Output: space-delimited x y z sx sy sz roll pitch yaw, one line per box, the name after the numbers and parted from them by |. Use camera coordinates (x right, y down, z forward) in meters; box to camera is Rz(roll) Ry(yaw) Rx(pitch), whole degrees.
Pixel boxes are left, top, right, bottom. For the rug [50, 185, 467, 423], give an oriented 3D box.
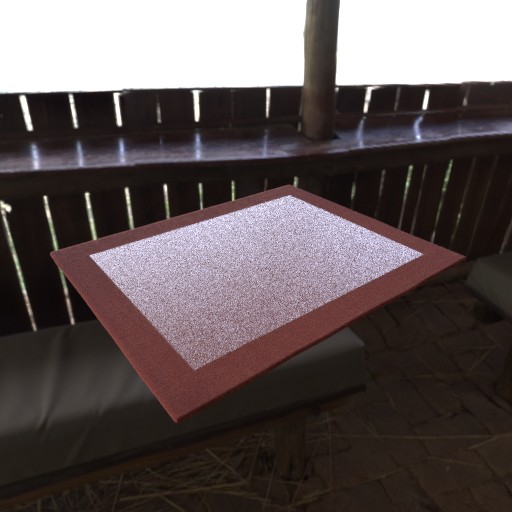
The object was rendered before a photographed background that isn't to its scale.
0.000 0.000 4.041 2.976 0.018 2.430 -21 35 -32 | rug
